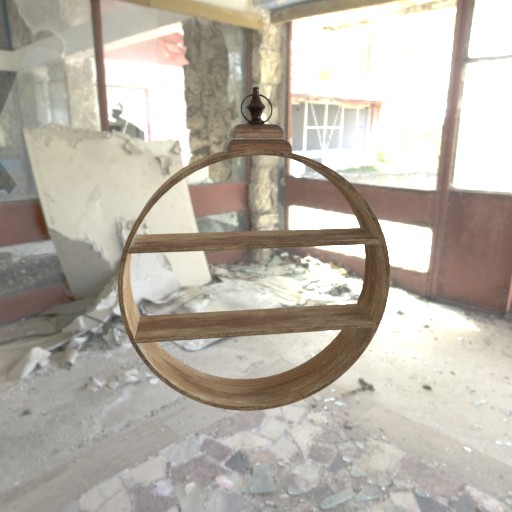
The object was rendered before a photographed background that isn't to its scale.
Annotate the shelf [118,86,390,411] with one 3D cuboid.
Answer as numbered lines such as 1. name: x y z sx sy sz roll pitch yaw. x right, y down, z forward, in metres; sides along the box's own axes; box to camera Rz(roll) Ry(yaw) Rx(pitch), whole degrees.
1. shelf: 0.000 0.000 1.012 0.601 0.725 0.125 -2 16 -8
